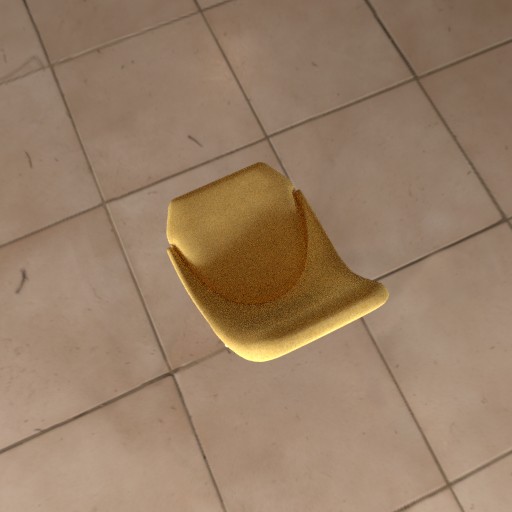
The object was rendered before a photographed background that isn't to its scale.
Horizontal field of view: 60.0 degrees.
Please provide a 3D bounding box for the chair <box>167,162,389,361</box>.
[{"bbox_3d":[0.000,0.000,1.420,0.510,1.040,0.660,-25,76,-7],"label":"chair"}]
